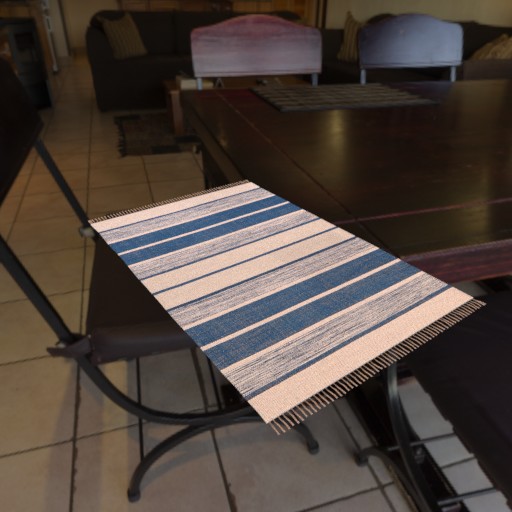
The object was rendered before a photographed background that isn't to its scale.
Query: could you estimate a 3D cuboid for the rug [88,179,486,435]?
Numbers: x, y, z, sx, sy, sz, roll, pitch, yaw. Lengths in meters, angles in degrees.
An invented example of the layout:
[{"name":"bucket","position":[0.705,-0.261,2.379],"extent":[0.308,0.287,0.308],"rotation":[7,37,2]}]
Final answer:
[{"name":"rug","position":[0.000,0.000,3.035],"extent":[1.532,0.010,2.441],"rotation":[-20,36,-30]}]
